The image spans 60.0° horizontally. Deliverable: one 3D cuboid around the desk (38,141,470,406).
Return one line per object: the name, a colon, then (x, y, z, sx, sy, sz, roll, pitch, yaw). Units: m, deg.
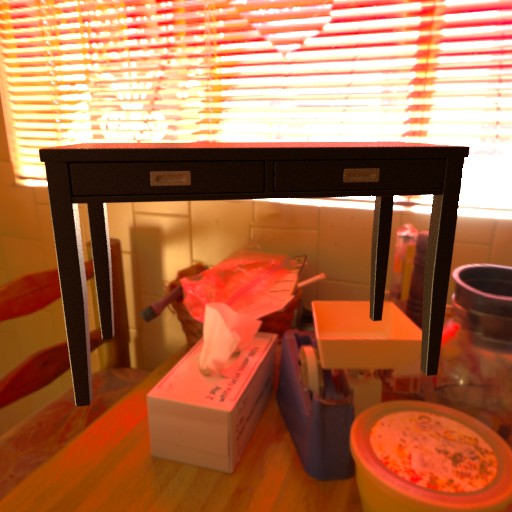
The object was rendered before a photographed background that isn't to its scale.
desk: (0.000, 0.000, 1.583, 1.220, 0.775, 0.508, -2, 16, -8)
